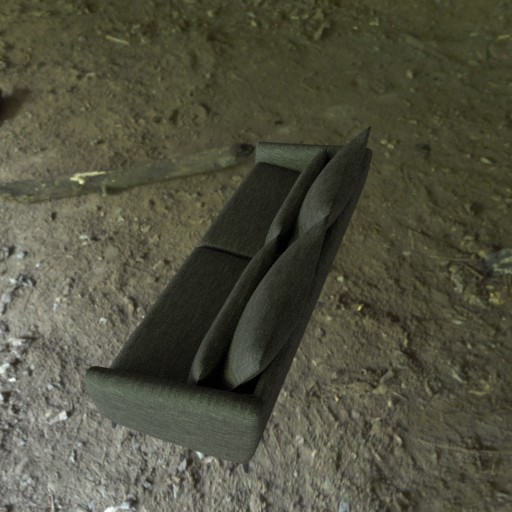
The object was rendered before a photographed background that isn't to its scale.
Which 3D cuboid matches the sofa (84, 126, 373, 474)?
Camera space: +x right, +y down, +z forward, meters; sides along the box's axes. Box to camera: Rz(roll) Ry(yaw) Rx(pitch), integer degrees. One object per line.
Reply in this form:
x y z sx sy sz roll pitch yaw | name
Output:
0.000 0.000 2.432 0.807 0.843 2.019 17 49 15 | sofa
